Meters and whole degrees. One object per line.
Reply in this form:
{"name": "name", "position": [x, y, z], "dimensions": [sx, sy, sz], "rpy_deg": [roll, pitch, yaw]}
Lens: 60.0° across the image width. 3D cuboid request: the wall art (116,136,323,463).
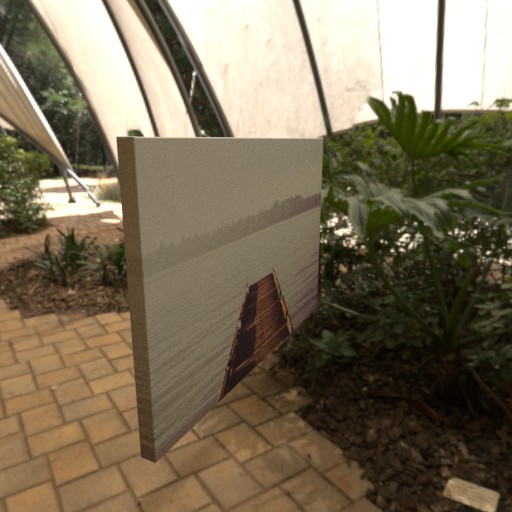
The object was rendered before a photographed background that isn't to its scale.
{"name": "wall art", "position": [0.000, 0.000, 1.177], "dimensions": [0.037, 0.609, 0.916], "rpy_deg": [7, 16, 26]}
